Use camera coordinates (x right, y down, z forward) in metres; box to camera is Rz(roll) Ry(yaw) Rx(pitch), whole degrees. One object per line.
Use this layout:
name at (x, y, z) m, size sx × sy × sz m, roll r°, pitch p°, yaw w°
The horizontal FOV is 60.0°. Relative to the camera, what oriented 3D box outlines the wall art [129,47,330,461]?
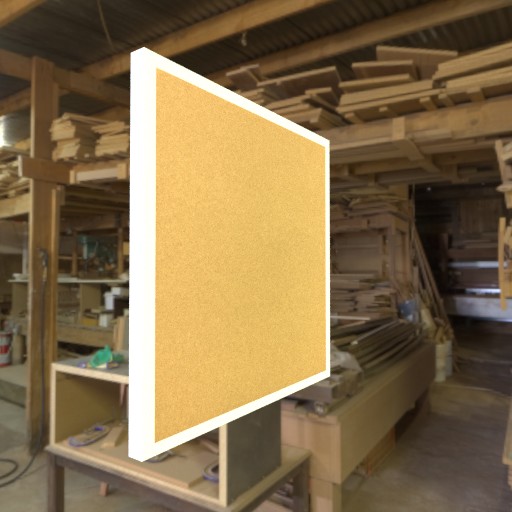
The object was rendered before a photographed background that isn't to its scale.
wall art at (0.000, 0.000, 1.134) m, size 0.038 × 0.761 × 0.763 m, roll -1°, pitch -1°, yaw 36°
